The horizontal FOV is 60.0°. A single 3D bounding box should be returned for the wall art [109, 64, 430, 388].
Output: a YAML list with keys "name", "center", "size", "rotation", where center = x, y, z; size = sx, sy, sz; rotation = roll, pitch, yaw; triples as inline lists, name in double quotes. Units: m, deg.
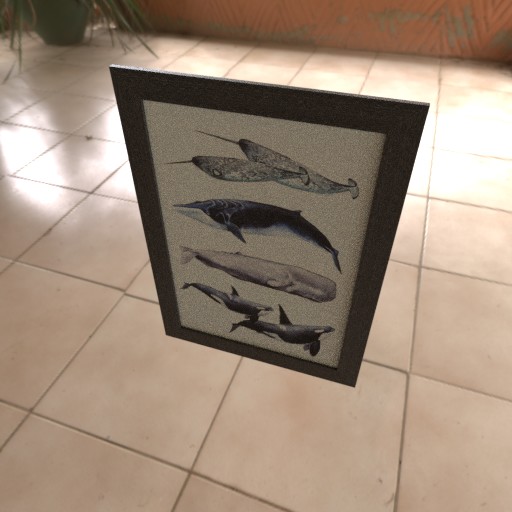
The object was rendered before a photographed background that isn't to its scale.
- name: "wall art"
  center: [0.000, 0.000, 1.443]
  size: [0.810, 1.116, 0.016]
  rotation: [12, 43, 14]
